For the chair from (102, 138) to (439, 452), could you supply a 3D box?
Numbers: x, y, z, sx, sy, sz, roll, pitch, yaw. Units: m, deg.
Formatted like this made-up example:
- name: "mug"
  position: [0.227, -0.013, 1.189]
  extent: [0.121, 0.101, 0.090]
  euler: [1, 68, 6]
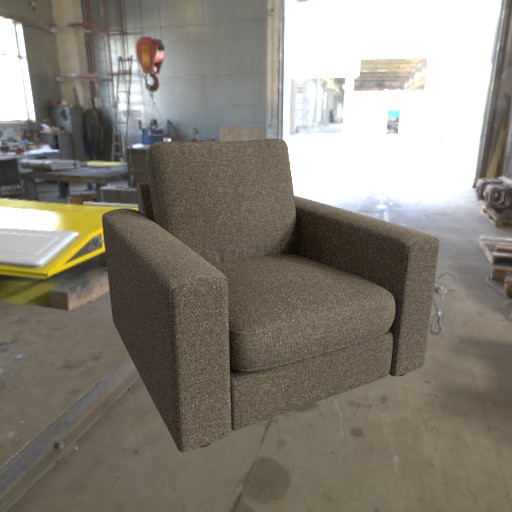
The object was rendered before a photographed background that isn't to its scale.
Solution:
- name: "chair"
  position: [0.000, 0.000, 1.776]
  extent: [1.005, 0.873, 1.016]
  euler: [-9, 20, -27]
